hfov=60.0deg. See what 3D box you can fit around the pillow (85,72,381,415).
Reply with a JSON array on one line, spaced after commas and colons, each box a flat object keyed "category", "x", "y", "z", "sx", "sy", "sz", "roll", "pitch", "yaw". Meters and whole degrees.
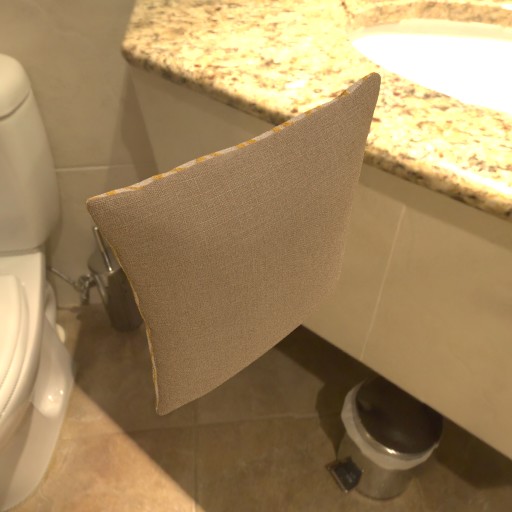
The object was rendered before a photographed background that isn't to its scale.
[{"category": "pillow", "x": 0.000, "y": 0.000, "z": 0.655, "sx": 0.429, "sy": 0.436, "sz": 0.159, "roll": -33, "pitch": 55, "yaw": -28}]
